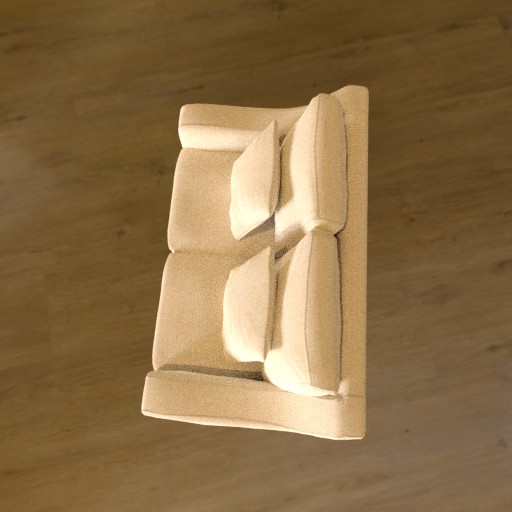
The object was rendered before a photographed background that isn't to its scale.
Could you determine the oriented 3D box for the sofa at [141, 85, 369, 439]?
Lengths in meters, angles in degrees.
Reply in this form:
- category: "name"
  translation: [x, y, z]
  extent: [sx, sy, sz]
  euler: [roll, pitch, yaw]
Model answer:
- category: "sofa"
  translation: [0.000, 0.000, 2.397]
  extent: [1.040, 1.047, 1.744]
  euler: [4, 75, 1]
